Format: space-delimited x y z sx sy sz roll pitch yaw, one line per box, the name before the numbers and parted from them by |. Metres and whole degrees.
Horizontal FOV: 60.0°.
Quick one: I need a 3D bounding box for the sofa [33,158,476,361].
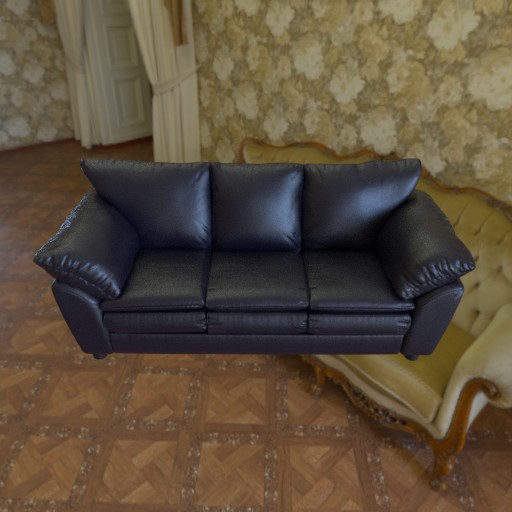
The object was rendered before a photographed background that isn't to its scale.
sofa | 0.000 0.000 2.764 2.336 1.073 0.880 0 30 0
